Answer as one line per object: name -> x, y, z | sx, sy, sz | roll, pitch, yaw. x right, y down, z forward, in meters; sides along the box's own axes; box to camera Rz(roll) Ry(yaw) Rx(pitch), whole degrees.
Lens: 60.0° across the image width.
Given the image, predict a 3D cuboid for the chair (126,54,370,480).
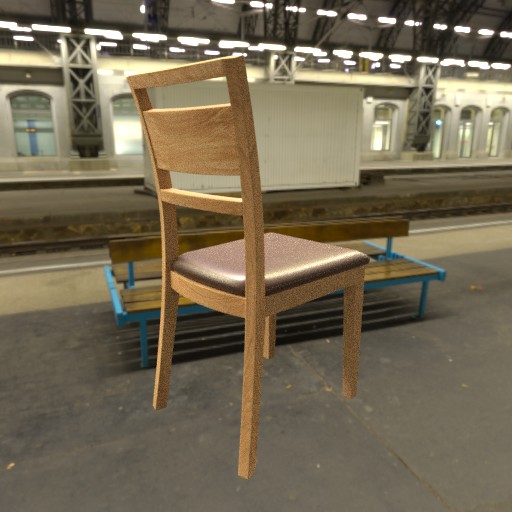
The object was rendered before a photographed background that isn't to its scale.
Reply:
chair -> 0.000, 0.000, 1.234 | 0.545, 0.940, 0.420 | -15, 21, -42
